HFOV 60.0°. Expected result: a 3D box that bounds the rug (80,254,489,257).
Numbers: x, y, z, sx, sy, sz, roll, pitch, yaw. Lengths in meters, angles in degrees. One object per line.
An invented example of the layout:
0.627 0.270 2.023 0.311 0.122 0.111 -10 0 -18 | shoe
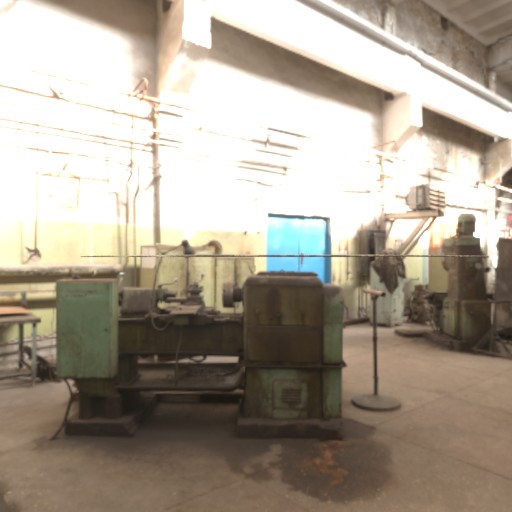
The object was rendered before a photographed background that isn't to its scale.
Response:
0.000 0.000 2.761 1.522 0.013 2.133 0 0 -37 | rug
